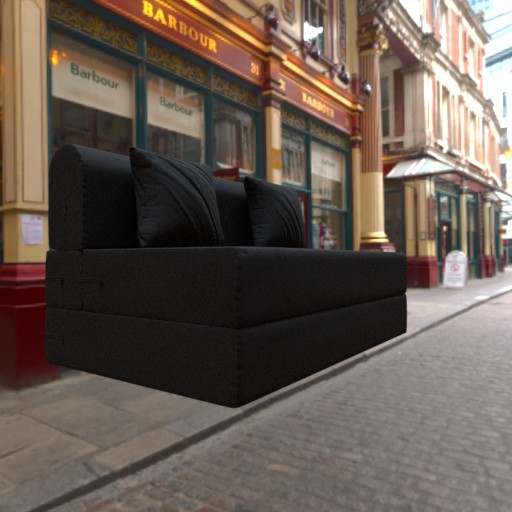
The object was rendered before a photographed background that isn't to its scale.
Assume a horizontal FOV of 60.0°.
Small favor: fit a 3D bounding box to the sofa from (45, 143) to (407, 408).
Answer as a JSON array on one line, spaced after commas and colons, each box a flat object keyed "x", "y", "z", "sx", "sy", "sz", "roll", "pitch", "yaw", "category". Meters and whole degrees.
[{"x": 0.000, "y": 0.000, "z": 1.659, "sx": 0.762, "sy": 0.670, "sz": 1.225, "roll": 0, "pitch": -1, "yaw": 35, "category": "sofa"}]
